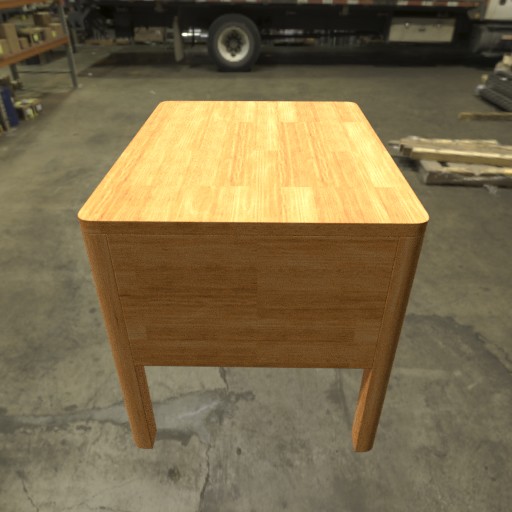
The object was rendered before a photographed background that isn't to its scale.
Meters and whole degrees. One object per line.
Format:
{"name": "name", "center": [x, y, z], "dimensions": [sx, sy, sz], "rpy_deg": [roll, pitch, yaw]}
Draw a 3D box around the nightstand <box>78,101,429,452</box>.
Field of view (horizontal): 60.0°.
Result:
{"name": "nightstand", "center": [0.000, 0.000, 0.902], "dimensions": [0.440, 0.470, 0.560], "rpy_deg": [1, 34, 1]}
